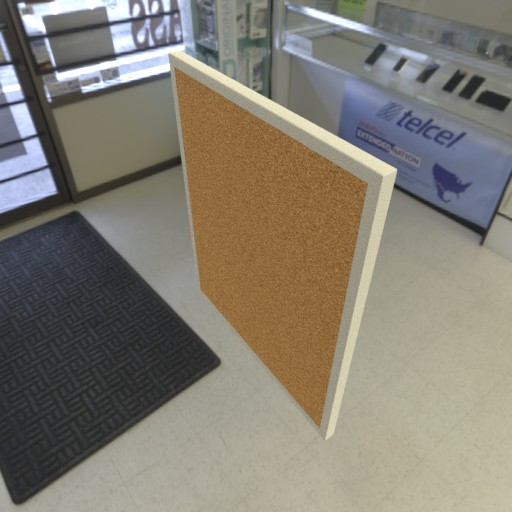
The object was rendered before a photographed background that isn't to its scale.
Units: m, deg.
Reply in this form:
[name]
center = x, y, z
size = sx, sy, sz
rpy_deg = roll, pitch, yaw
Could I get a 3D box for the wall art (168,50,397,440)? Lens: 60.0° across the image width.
[wall art]
center = 0.000, 0.000, 0.737
size = 0.020, 0.536, 0.444
rpy_deg = -25, 48, -26
